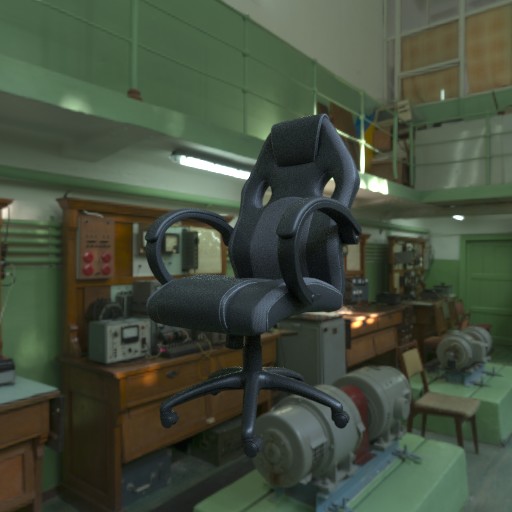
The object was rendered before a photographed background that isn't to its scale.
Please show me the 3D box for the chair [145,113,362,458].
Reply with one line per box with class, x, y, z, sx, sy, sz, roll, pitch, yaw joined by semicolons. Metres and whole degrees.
chair;0.000;0.000;1.657;0.673;1.187;0.724;0;0;37
